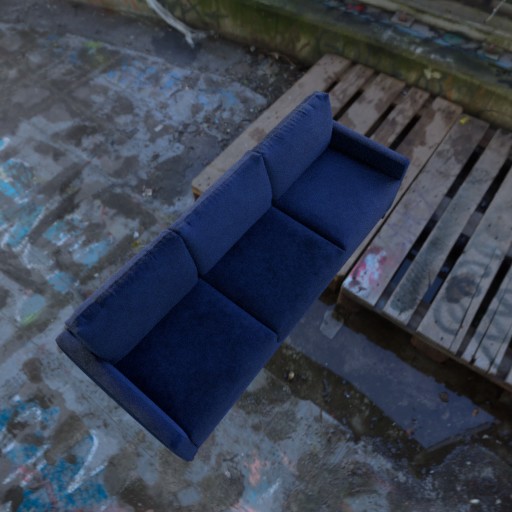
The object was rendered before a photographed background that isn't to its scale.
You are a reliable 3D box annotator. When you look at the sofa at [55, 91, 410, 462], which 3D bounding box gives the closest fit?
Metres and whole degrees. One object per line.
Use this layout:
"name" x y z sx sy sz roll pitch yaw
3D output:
"sofa" 0.000 0.000 2.707 0.875 0.879 2.252 34 65 19
